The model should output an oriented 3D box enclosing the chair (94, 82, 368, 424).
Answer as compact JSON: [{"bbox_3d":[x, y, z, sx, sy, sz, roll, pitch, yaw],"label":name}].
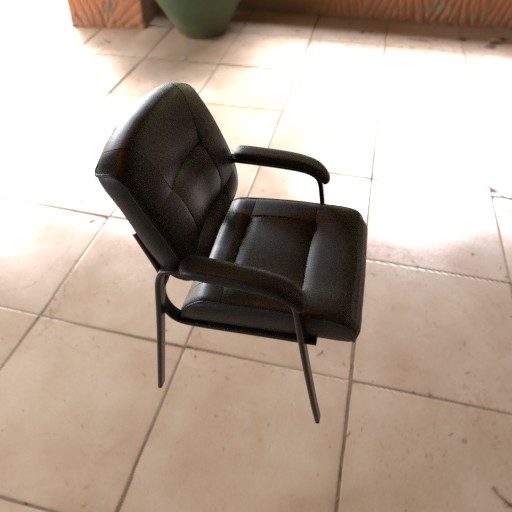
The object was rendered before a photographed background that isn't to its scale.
[{"bbox_3d":[0.000,0.000,1.360,0.668,0.910,0.591,9,46,9],"label":"chair"}]
